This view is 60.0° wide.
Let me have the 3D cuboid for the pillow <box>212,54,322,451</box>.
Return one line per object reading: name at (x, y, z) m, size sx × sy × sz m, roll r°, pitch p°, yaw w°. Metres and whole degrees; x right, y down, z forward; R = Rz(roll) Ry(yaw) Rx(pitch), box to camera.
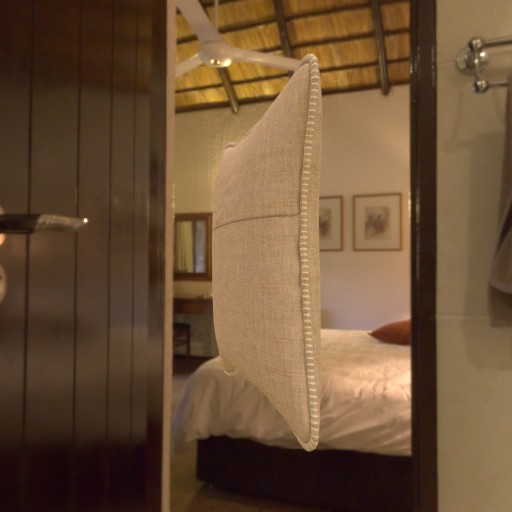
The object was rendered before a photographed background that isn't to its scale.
pillow at (0.000, 0.000, 0.757) m, size 0.124 × 0.494 × 0.485 m, roll 1°, pitch -2°, yaw -17°
